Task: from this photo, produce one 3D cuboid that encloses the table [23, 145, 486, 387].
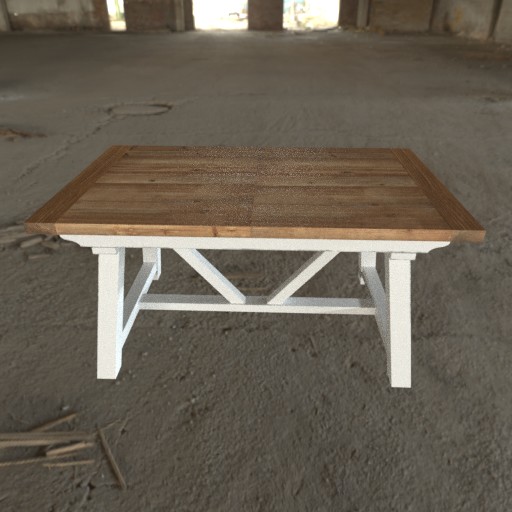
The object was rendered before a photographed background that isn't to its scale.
[{"bbox_3d":[0.000,0.000,2.021,1.503,0.743,0.922,1,30,2],"label":"table"}]
